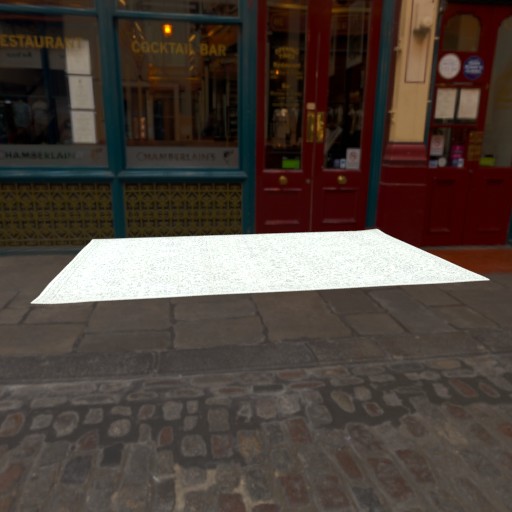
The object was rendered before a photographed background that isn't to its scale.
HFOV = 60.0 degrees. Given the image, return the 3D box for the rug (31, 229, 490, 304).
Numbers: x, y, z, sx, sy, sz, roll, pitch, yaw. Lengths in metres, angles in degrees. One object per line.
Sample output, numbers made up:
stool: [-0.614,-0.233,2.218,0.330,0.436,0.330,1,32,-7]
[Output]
rug: [0.000,0.000,3.023,2.434,0.023,1.518,-2,14,-9]
